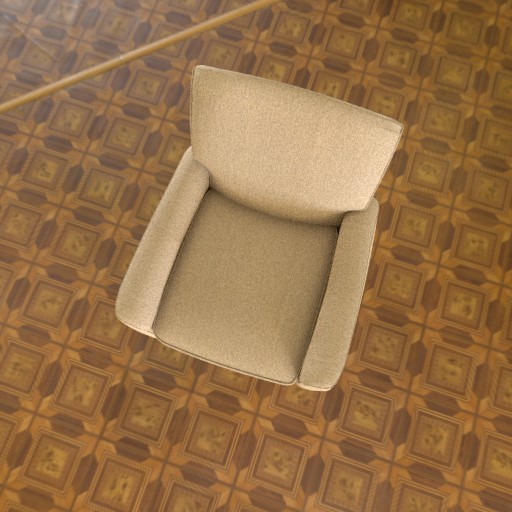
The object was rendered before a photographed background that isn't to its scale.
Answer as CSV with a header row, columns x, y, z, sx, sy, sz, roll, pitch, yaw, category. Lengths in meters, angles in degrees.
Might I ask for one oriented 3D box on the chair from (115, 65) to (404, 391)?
x,y,z,sx,sy,sz,roll,pitch,yaw,category
0.000,0.000,1.705,0.848,1.014,0.864,18,76,5,chair
